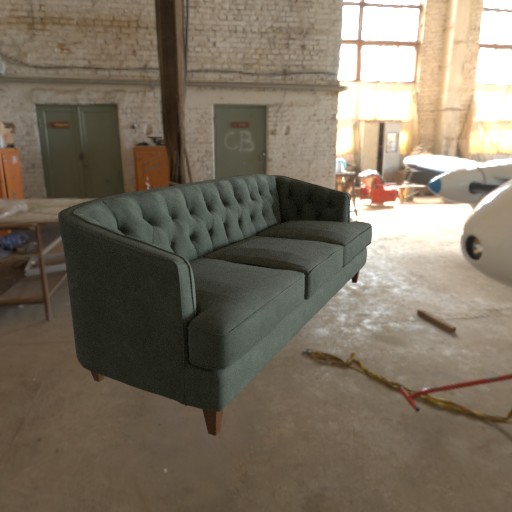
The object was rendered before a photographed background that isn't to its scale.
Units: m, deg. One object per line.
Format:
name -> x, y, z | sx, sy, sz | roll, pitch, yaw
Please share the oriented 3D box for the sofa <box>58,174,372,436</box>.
sofa -> 0.000, 0.000, 2.703 | 0.941, 0.855, 2.278 | 8, 17, 26
